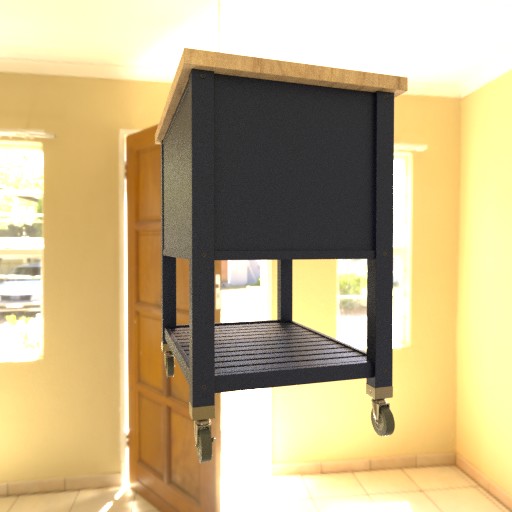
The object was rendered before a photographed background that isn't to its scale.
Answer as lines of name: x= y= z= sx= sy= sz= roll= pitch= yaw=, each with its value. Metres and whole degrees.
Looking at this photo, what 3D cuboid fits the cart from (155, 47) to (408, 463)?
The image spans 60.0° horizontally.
cart: x=0.000 y=0.000 z=1.421 sx=0.567 sy=0.920 sz=0.797 roll=0 pitch=1 yaw=-17
